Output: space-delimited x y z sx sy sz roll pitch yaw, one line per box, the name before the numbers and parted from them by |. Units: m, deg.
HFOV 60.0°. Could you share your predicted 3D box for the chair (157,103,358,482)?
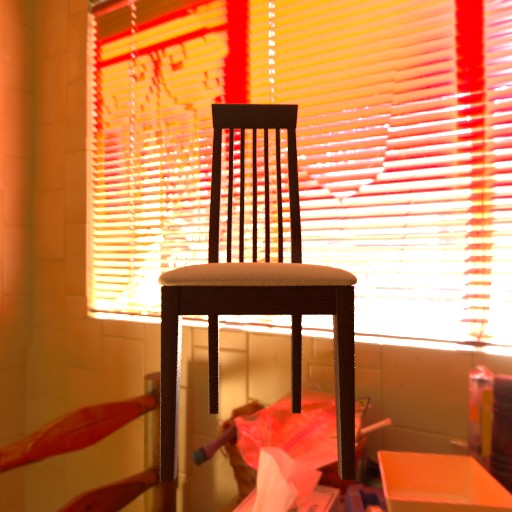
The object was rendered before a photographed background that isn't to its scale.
chair | 0.000 0.000 1.240 0.460 1.027 0.474 0 -1 -1
